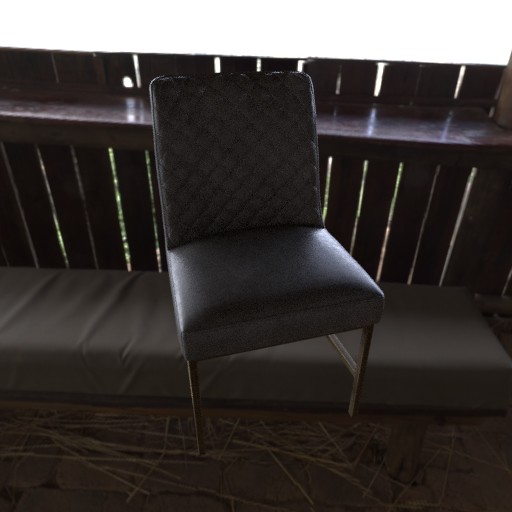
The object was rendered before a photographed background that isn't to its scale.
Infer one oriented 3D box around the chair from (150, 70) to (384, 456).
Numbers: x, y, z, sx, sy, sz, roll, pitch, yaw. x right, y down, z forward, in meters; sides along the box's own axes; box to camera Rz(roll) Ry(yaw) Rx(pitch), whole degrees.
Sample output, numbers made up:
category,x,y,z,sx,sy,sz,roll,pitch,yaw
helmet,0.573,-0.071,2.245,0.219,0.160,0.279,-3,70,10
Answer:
category,x,y,z,sx,sy,sz,roll,pitch,yaw
chair,0.000,0.000,1.257,0.508,0.889,0.587,-9,33,-13
